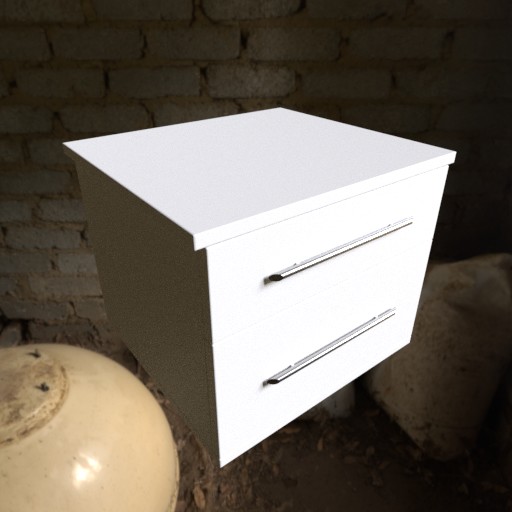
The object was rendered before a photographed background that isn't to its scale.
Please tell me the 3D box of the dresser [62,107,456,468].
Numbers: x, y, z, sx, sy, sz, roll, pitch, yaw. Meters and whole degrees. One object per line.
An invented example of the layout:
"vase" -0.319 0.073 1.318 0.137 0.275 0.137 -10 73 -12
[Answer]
"dresser" 0.000 0.000 0.732 0.430 0.360 0.400 -21 36 -32
